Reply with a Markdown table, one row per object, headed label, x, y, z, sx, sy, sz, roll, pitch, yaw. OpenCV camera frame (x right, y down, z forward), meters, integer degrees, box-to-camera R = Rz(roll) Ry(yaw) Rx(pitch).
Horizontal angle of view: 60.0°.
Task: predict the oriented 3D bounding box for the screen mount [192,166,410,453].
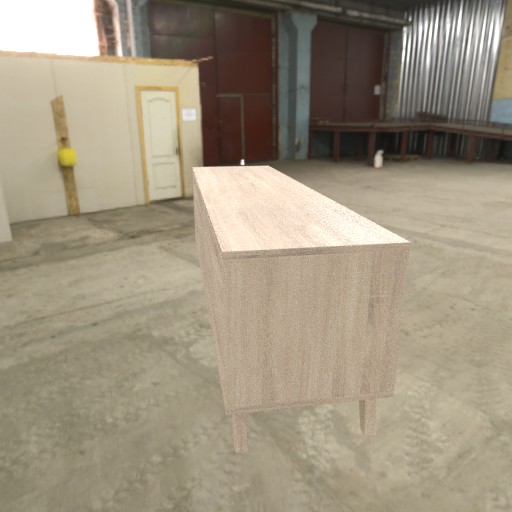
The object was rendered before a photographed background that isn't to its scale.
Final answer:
| label | x | y | z | sx | sy | sz | roll | pitch | yaw |
| --- | --- | --- | --- | --- | --- | --- | --- | --- | --- |
| screen mount | 0.000 | 0.000 | 1.686 | 0.400 | 0.510 | 1.500 | -3 | 18 | -10 |
